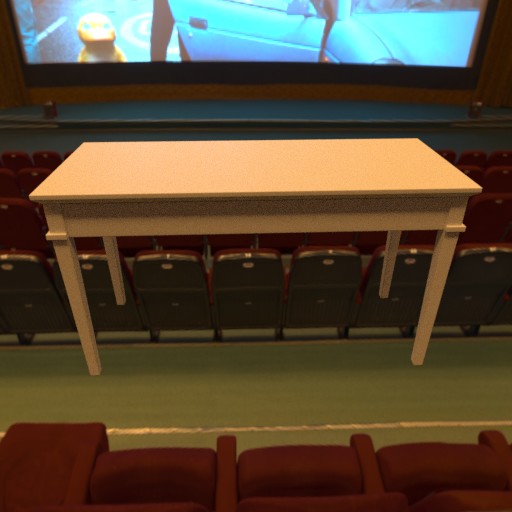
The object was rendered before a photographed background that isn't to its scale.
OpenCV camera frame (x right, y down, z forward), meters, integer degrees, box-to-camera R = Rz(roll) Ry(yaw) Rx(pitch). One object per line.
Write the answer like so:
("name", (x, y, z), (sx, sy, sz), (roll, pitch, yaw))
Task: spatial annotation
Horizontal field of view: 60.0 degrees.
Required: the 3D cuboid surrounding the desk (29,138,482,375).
("desk", (0.000, 0.000, 1.774), (1.372, 0.774, 0.559), (-1, 30, -2))
